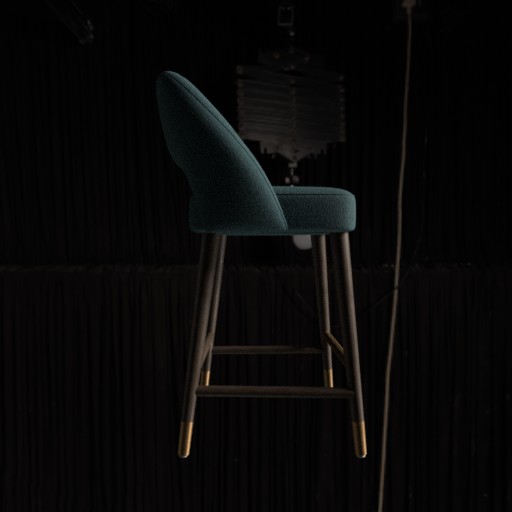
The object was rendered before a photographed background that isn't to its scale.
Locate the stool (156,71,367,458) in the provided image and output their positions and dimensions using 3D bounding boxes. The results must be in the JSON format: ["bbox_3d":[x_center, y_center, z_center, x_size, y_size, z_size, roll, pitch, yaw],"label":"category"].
[{"bbox_3d":[0.000,0.000,1.254,0.522,0.939,0.536,0,2,0],"label":"stool"}]
